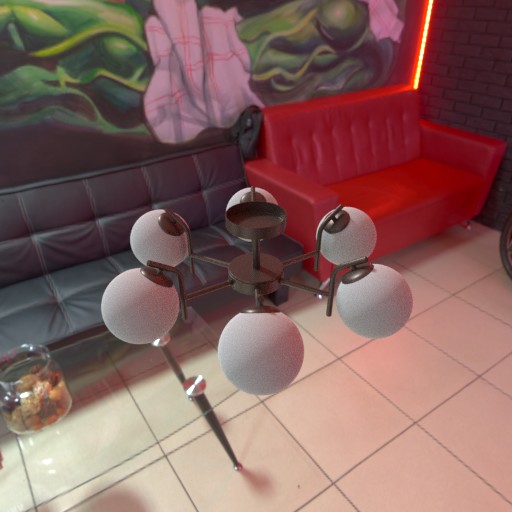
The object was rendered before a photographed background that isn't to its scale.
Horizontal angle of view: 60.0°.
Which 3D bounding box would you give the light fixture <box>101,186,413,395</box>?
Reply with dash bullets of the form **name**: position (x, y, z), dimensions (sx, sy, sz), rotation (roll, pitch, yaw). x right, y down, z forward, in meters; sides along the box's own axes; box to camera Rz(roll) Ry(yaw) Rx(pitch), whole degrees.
- **light fixture**: position (0.000, 0.000, 0.952), dimensions (0.662, 0.201, 0.662), rotation (0, 31, 0)
